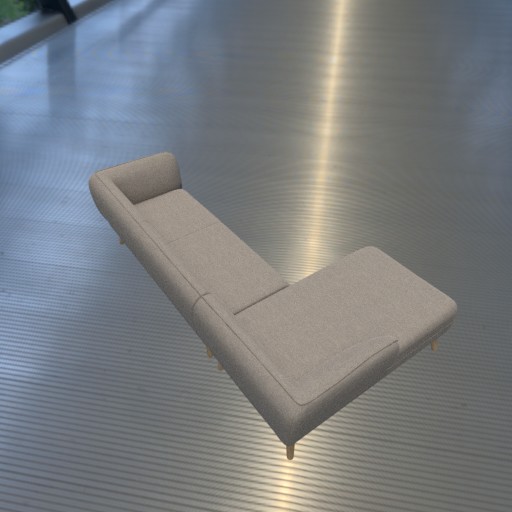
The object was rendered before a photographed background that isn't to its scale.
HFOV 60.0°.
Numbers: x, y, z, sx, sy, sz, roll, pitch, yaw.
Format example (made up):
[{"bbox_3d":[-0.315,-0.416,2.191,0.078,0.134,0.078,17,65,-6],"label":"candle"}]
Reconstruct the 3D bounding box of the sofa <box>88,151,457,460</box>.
[{"bbox_3d":[0.000,0.000,3.328,1.532,0.693,2.653,-25,46,-26],"label":"sofa"}]
